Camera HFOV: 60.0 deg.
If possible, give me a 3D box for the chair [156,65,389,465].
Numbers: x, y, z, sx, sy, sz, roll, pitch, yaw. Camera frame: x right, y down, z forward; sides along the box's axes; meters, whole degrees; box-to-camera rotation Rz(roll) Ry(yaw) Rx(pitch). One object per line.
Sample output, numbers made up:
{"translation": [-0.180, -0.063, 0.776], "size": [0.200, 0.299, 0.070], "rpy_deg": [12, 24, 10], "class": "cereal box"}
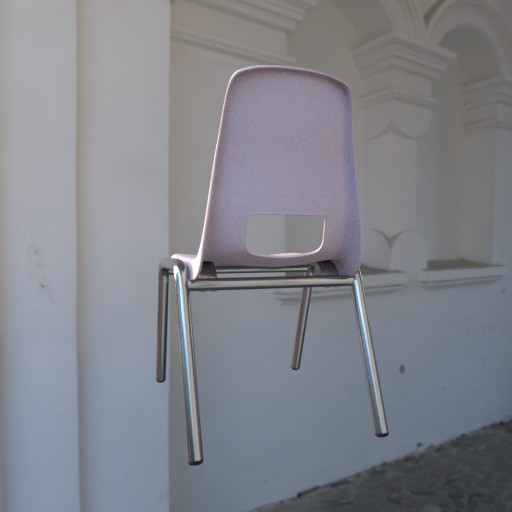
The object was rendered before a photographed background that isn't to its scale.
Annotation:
{"translation": [0.000, 0.000, 0.863], "size": [0.354, 0.586, 0.423], "rpy_deg": [-1, 2, -17], "class": "chair"}
